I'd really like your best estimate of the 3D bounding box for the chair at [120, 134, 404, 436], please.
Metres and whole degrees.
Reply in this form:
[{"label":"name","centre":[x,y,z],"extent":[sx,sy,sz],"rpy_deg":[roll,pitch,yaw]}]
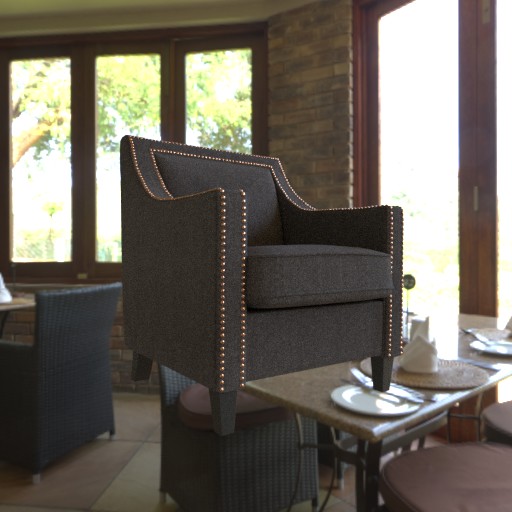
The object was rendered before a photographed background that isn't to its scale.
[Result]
[{"label":"chair","centre":[0.000,0.000,1.667],"extent":[0.776,0.967,0.884],"rpy_deg":[0,0,-35]}]
